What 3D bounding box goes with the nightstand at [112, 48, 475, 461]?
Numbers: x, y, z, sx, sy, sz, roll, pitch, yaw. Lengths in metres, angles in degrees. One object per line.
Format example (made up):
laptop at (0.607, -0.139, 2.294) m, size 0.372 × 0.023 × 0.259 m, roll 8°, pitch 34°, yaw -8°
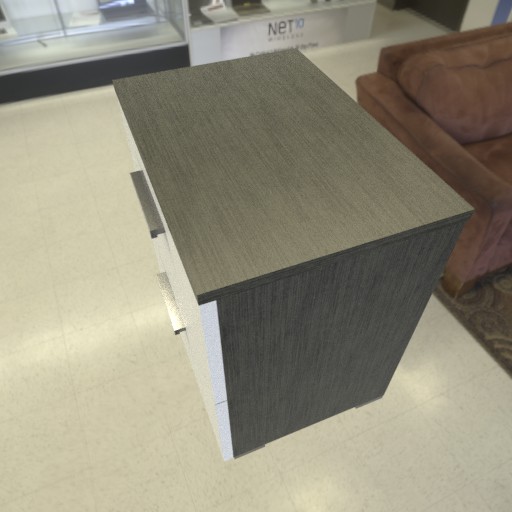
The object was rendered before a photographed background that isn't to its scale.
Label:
nightstand at (0.000, 0.000, 0.739) m, size 0.325 × 0.460 × 0.441 m, roll -17°, pitch 50°, yaw -15°
